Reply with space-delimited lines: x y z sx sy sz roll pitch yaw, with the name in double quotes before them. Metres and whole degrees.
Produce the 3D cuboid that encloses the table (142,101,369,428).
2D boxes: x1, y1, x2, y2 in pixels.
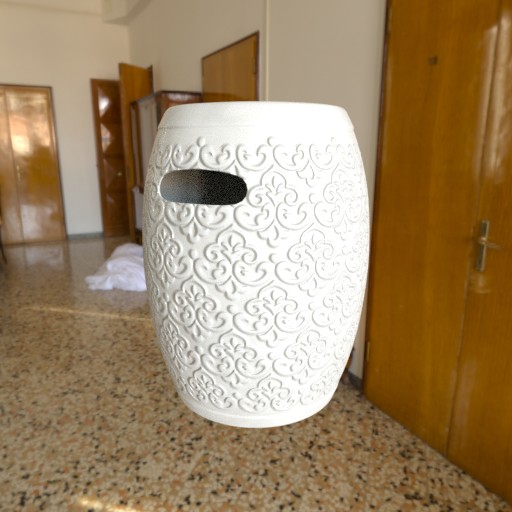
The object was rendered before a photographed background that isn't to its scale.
"table" 0.000 0.000 0.628 0.309 0.397 0.309 0 14 0
